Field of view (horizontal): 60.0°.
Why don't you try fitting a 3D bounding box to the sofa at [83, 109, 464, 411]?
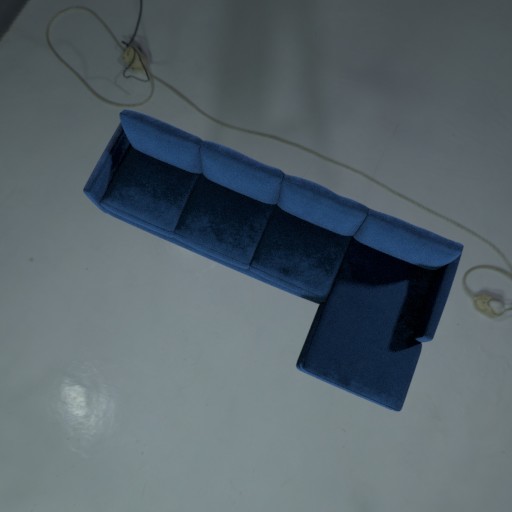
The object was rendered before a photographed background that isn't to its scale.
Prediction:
[{"bbox_3d":[0.000,0.000,3.538,2.932,0.810,1.350,23,78,5],"label":"sofa"}]
